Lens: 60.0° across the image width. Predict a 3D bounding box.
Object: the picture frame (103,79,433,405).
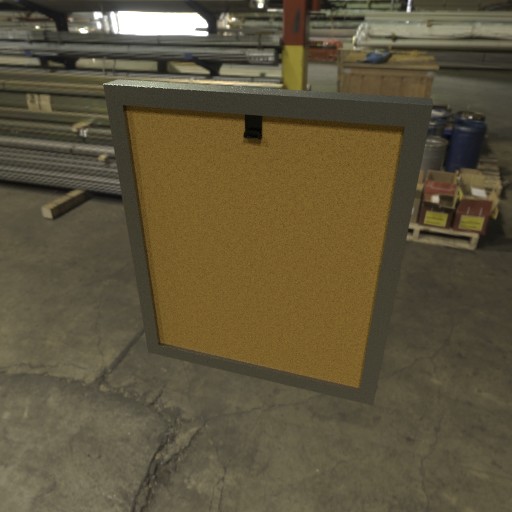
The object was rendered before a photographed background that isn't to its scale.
[{"bbox_3d":[0.000,0.000,1.361,0.839,0.968,0.073,9,32,15],"label":"picture frame"}]
